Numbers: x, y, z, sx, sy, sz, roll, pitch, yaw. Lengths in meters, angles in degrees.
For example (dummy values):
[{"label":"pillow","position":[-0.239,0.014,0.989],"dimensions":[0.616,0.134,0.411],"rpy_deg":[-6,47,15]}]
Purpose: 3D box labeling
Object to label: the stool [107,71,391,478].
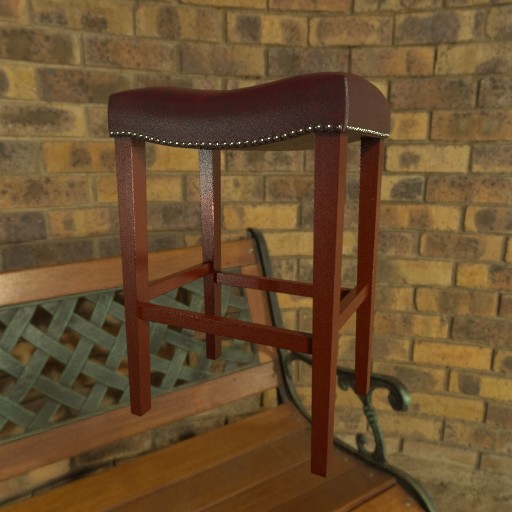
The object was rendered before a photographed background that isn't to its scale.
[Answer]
[{"label":"stool","position":[0.000,0.000,1.017],"dimensions":[0.504,0.742,0.372],"rpy_deg":[6,14,26]}]
